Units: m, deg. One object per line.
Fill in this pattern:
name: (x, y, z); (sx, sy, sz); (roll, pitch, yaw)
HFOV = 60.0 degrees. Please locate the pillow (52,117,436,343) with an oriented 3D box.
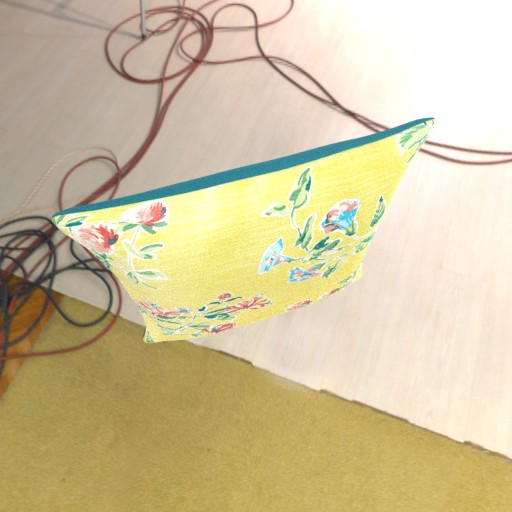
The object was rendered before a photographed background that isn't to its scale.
pillow: (0.000, 0.000, 0.797); (0.525, 0.508, 0.166); (-16, 64, -8)
